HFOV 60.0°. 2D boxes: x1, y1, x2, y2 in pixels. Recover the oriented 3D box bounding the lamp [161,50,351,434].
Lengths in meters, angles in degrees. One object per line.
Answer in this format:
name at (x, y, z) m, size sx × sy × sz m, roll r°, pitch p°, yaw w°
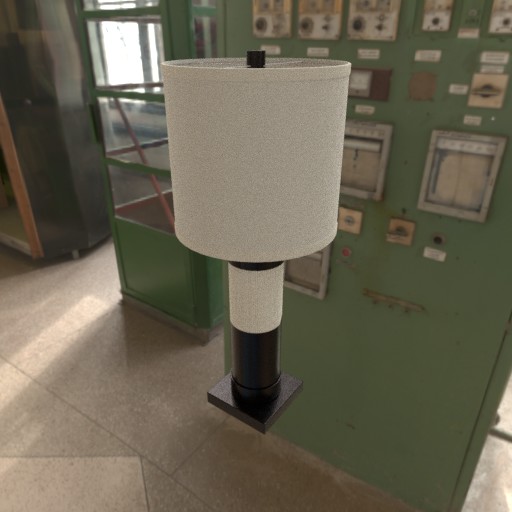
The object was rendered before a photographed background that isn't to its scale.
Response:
lamp at (0.000, 0.000, 0.605) m, size 0.211 × 0.509 × 0.211 m, roll 18°, pitch 32°, yaw 32°
